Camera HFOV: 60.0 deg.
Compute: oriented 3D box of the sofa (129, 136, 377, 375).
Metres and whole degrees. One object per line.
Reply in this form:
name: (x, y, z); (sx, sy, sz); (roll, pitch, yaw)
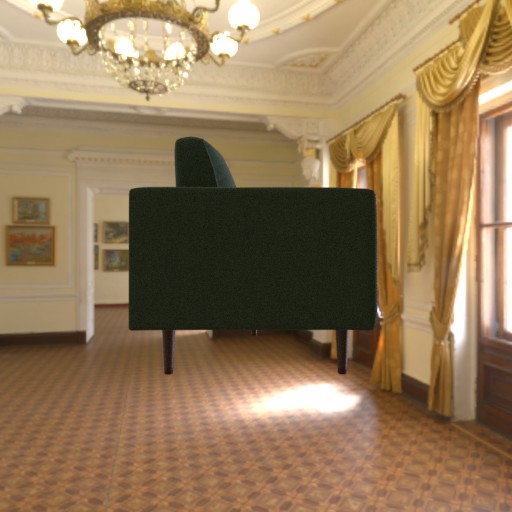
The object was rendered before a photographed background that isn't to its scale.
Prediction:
sofa: (0.000, 0.000, 2.514); (0.879, 0.899, 2.029); (0, 0, 0)
